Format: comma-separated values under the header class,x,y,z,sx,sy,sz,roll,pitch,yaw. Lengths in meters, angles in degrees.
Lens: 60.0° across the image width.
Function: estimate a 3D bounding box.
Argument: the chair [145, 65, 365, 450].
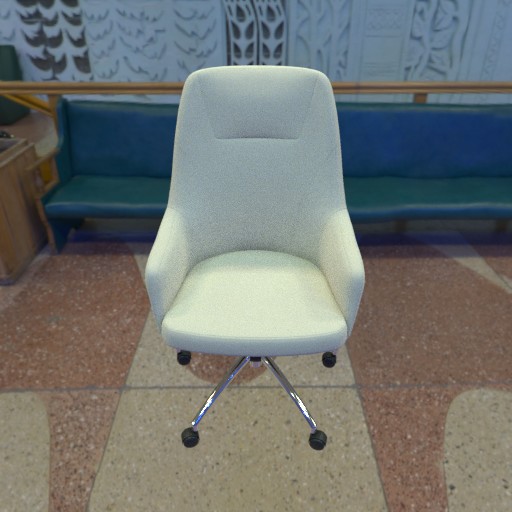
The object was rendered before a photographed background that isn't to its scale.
class,x,y,z,sx,sy,sz,roll,pitch,yaw
chair,0.000,0.000,1.403,0.620,1.049,0.640,1,31,1
